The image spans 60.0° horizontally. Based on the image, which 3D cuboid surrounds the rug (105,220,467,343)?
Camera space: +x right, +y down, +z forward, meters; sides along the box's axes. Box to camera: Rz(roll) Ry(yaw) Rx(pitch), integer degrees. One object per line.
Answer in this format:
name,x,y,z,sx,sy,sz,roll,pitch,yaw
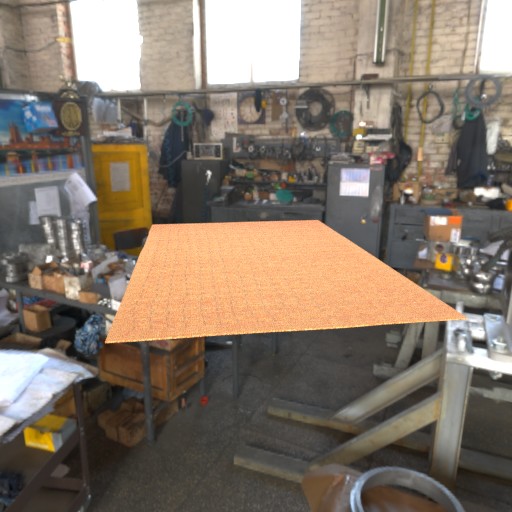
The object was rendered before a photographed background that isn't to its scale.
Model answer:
rug,0.000,0.000,2.197,1.143,0.006,1.747,-2,15,-8
